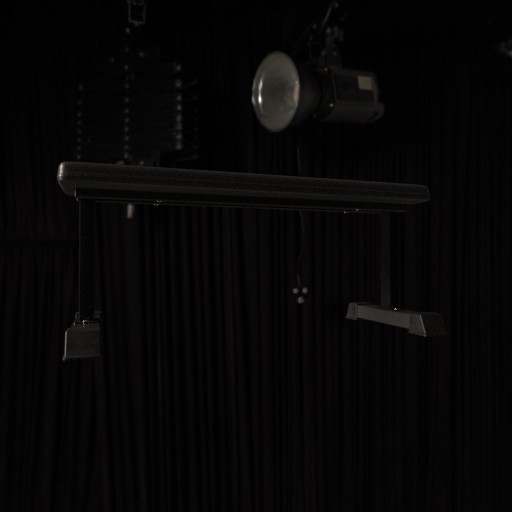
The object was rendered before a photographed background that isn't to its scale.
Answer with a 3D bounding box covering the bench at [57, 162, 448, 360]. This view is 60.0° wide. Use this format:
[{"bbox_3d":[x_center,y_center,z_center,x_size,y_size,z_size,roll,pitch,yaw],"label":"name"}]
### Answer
[{"bbox_3d":[0.000,0.000,1.315,1.072,0.453,0.439,0,-1,-19],"label":"bench"}]
